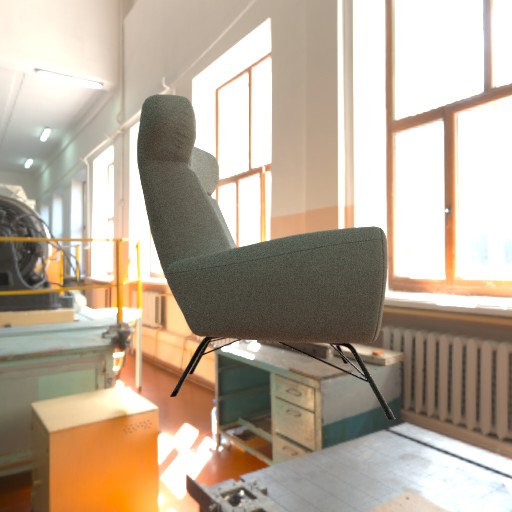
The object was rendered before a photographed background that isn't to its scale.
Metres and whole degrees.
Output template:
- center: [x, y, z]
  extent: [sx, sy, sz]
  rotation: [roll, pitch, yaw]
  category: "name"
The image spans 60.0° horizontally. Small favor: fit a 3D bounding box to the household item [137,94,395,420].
- center: [0.000, 0.000, 1.813]
  extent: [0.900, 1.050, 0.980]
  rotation: [0, -1, 1]
  category: "household item"
